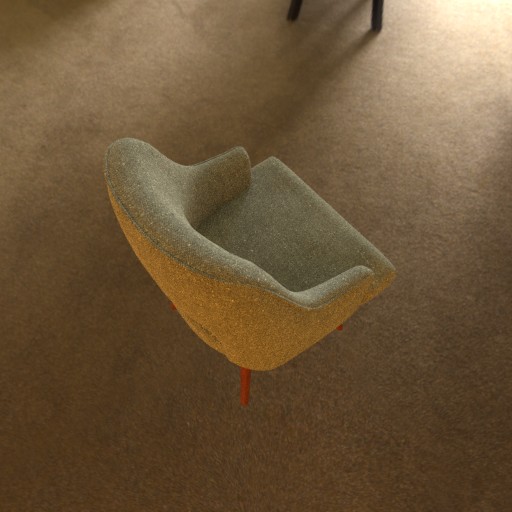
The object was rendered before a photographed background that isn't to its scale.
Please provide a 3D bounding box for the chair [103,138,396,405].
[{"bbox_3d":[0.000,0.000,1.304,0.629,0.875,0.608,-33,64,-19],"label":"chair"}]
